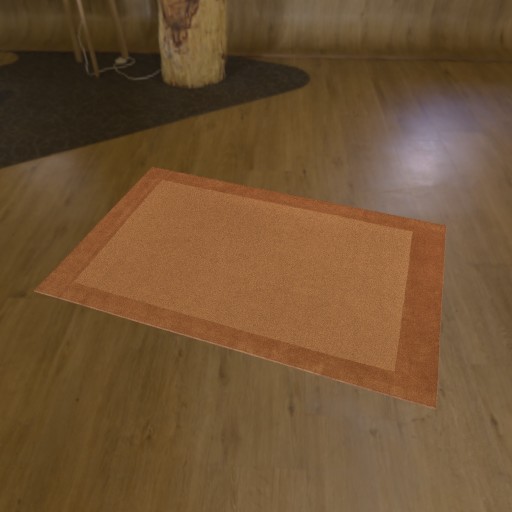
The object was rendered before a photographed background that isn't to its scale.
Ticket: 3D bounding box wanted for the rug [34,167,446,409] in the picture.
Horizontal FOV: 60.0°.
[{"bbox_3d":[0.000,0.000,3.029,2.438,0.014,1.524,13,45,14],"label":"rug"}]
